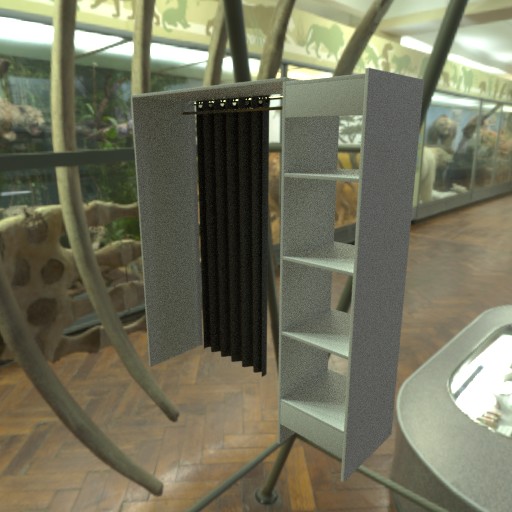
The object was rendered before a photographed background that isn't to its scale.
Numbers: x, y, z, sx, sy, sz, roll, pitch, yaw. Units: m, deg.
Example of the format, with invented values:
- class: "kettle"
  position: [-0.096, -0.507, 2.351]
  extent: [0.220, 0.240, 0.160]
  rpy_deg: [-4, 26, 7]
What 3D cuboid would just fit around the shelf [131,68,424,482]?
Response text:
- class: "shelf"
  position: [0.000, 0.000, 2.548]
  extent: [1.600, 1.810, 0.500]
  rpy_deg: [14, 20, 41]
